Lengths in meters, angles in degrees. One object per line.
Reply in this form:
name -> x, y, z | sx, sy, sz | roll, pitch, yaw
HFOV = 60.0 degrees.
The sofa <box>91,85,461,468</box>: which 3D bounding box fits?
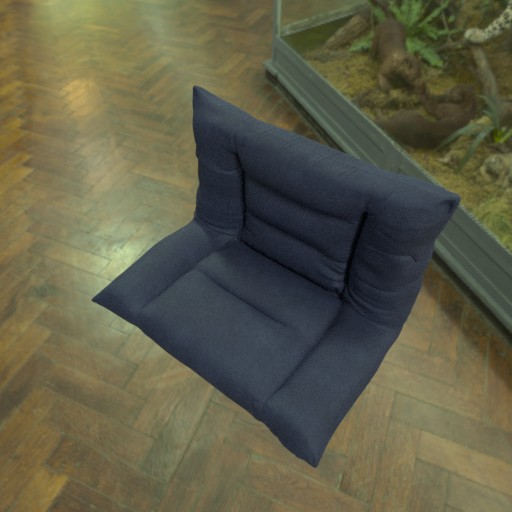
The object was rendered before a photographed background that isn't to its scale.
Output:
sofa -> 0.000, 0.000, 1.675 | 1.122, 0.778, 0.849 | 29, 54, 25
